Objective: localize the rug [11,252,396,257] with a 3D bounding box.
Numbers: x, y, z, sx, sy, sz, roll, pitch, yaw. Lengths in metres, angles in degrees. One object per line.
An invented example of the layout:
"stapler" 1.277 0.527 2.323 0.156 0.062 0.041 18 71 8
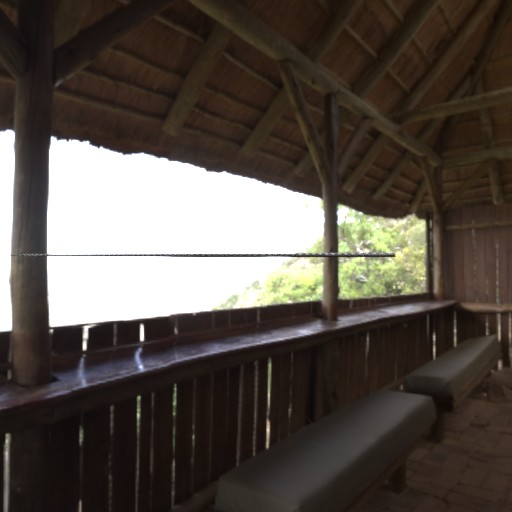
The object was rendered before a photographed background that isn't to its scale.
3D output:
"rug" 0.000 0.000 3.756 2.256 0.013 2.910 0 0 18
